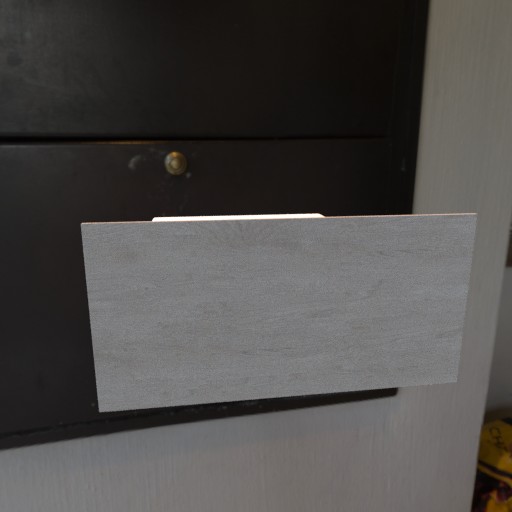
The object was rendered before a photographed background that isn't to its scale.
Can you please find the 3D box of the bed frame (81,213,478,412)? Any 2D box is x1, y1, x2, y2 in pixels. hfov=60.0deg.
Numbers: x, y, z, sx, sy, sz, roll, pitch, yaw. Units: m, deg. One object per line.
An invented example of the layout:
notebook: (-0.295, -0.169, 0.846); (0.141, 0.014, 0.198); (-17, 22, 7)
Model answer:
bed frame: (0.000, 0.000, 2.815); (1.622, 0.800, 1.960); (-2, 14, -8)
